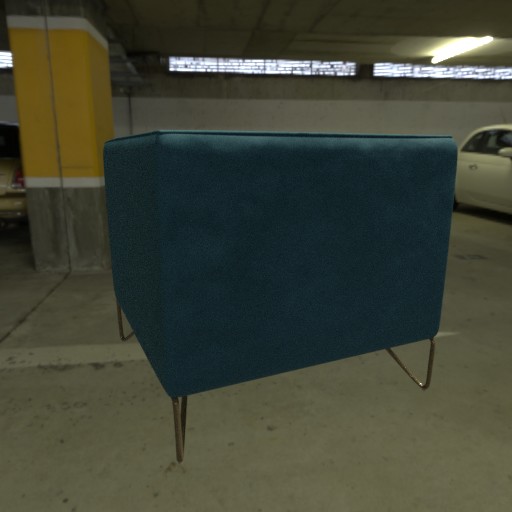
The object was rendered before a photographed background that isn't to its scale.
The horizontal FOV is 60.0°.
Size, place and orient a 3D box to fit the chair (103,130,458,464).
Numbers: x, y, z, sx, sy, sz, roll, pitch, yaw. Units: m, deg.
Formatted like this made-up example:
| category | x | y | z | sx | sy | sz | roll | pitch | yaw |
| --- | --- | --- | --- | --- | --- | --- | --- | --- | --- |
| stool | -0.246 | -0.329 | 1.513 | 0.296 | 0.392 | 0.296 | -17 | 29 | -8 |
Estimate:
| category | x | y | z | sx | sy | sz | roll | pitch | yaw |
| --- | --- | --- | --- | --- | --- | --- | --- | --- | --- |
| chair | 0.000 | 0.000 | 1.530 | 0.880 | 0.790 | 0.894 | -6 | 14 | -25 |
